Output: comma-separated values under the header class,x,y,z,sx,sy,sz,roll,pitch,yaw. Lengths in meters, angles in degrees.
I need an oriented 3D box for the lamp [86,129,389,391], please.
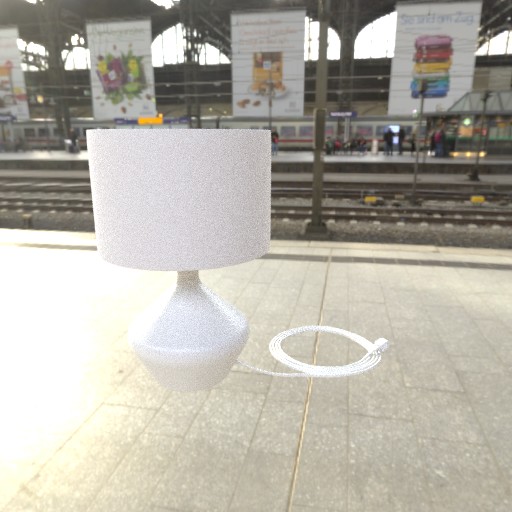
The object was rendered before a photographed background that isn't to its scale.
class,x,y,z,sx,sy,sz,roll,pitch,yaw
lamp,0.000,0.000,0.840,0.546,0.457,0.401,2,15,9
